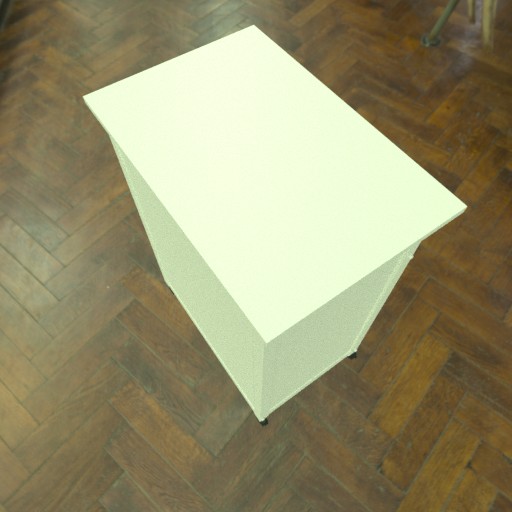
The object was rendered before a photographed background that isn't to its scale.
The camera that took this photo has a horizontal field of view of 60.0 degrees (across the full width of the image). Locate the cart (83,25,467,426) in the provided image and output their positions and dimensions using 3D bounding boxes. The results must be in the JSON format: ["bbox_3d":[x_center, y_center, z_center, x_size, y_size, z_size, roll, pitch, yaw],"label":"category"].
[{"bbox_3d":[0.000,0.000,1.240,0.442,0.864,0.683,-31,64,-17],"label":"cart"}]
